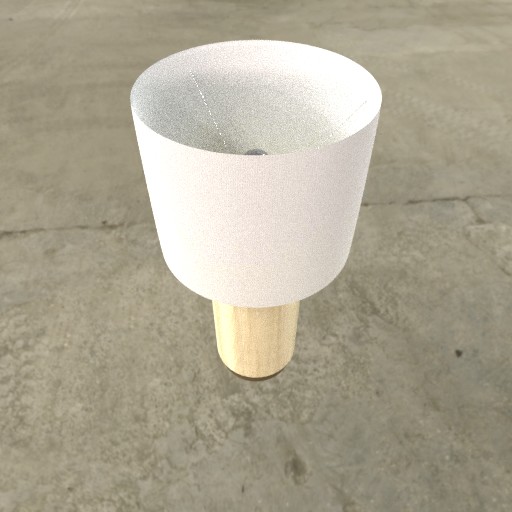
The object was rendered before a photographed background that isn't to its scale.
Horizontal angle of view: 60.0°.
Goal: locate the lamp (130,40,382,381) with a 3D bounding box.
[{"bbox_3d":[0.000,0.000,0.564,0.228,0.444,0.228,15,48,14],"label":"lamp"}]
